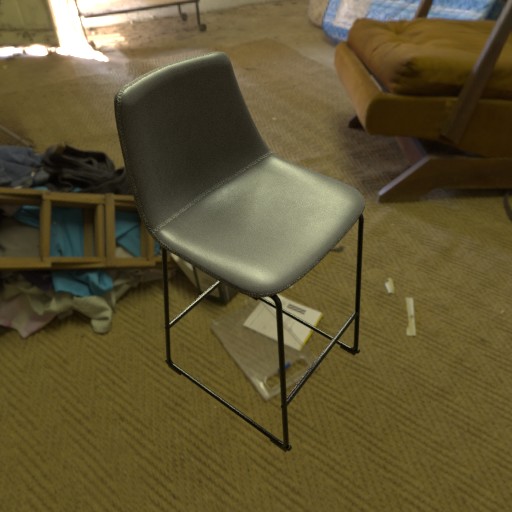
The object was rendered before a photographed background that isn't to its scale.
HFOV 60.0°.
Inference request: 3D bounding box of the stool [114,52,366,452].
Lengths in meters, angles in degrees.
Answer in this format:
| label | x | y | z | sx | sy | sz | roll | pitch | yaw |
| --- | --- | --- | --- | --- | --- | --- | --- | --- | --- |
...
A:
| label | x | y | z | sx | sy | sz | roll | pitch | yaw |
| --- | --- | --- | --- | --- | --- | --- | --- | --- | --- |
| stool | 0.000 | 0.000 | 1.174 | 0.546 | 0.876 | 0.470 | 27 | 48 | 27 |
